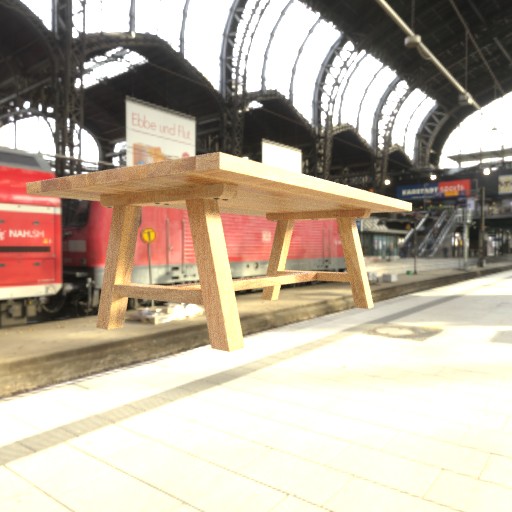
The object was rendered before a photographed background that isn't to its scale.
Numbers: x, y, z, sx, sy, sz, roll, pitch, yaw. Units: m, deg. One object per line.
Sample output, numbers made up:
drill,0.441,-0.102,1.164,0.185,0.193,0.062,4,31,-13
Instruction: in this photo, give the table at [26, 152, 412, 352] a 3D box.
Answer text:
table,0.000,0.000,1.658,0.760,0.455,1.320,1,2,35
